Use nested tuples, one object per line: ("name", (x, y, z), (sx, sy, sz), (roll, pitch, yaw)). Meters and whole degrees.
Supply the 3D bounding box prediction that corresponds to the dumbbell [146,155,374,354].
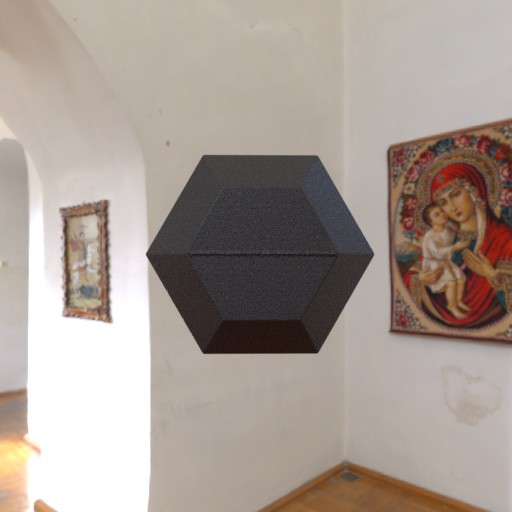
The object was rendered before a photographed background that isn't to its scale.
("dumbbell", (0.000, 0.000, 0.425), (0.141, 0.123, 0.356), (0, 0, -1))
